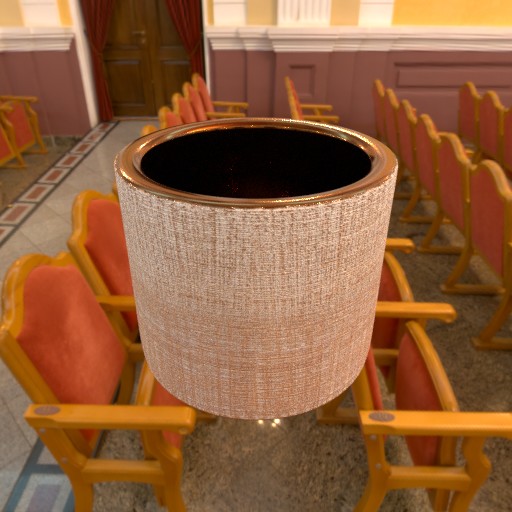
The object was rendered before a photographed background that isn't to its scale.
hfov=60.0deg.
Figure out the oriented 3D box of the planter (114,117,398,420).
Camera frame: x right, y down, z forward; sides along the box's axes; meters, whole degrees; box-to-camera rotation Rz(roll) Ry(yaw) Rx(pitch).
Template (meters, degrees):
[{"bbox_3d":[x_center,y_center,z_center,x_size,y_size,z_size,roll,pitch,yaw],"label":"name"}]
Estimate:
[{"bbox_3d":[0.000,0.000,0.321,0.177,0.157,0.177,0,31,0],"label":"planter"}]
